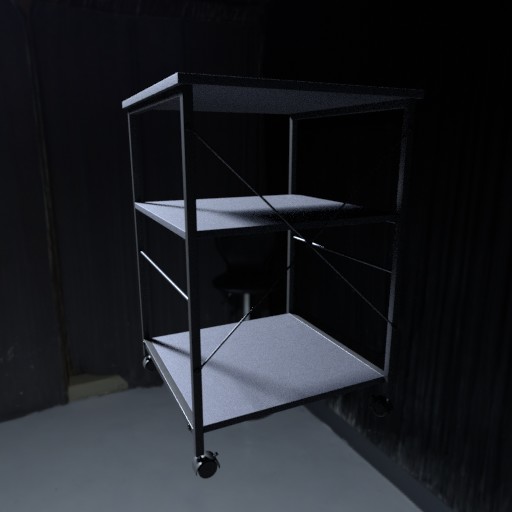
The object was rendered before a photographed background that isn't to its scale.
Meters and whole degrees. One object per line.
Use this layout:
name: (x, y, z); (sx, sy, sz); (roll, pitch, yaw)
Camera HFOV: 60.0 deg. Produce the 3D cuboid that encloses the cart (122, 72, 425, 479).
cart: (0.000, 0.000, 1.121); (0.521, 0.762, 0.520); (-6, 15, -25)
